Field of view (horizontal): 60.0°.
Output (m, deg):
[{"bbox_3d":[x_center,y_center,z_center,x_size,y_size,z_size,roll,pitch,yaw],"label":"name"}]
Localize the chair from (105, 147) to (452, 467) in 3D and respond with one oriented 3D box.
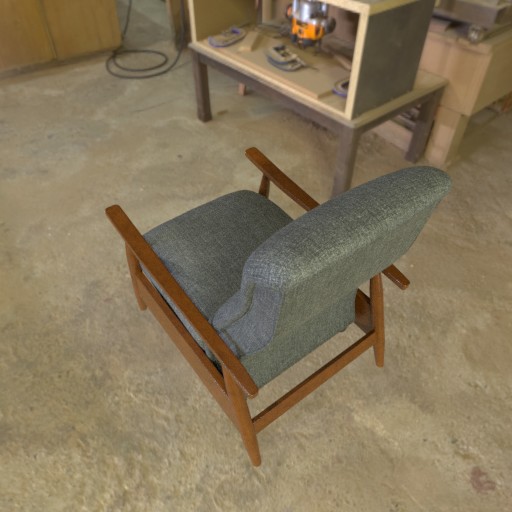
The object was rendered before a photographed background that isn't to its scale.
[{"bbox_3d":[0.000,0.000,1.722,0.762,1.082,1.030,-29,53,-25],"label":"chair"}]
